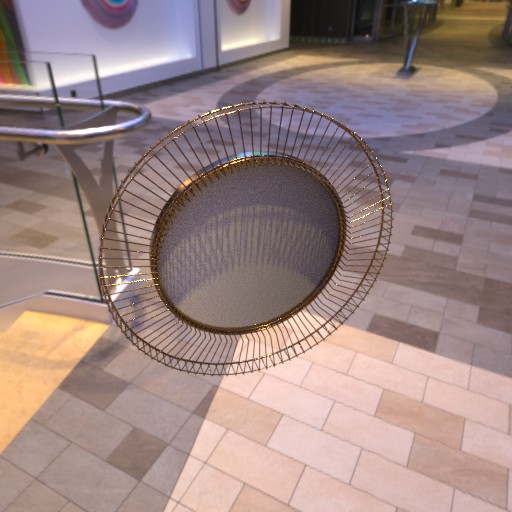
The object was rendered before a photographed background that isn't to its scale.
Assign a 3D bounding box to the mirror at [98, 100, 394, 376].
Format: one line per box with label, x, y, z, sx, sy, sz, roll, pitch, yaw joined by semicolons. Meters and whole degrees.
mirror;0.000;0.000;1.048;0.703;0.703;0.067;-10;33;-16
